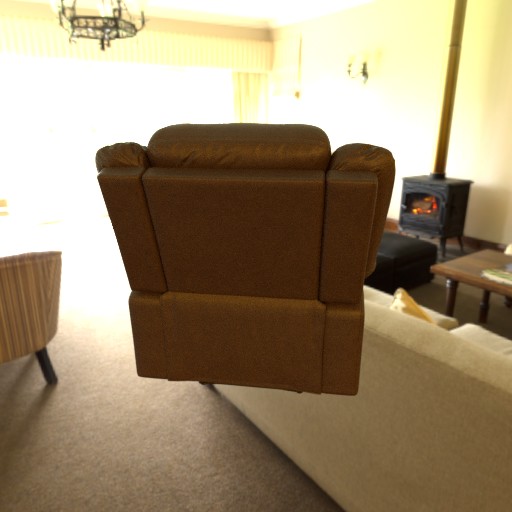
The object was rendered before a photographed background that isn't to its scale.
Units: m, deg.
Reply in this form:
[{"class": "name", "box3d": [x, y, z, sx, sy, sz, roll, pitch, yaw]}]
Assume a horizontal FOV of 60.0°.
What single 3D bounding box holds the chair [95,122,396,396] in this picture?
[{"class": "chair", "box3d": [0.000, 0.000, 1.739, 0.899, 1.009, 0.934, 3, 18, 8]}]
